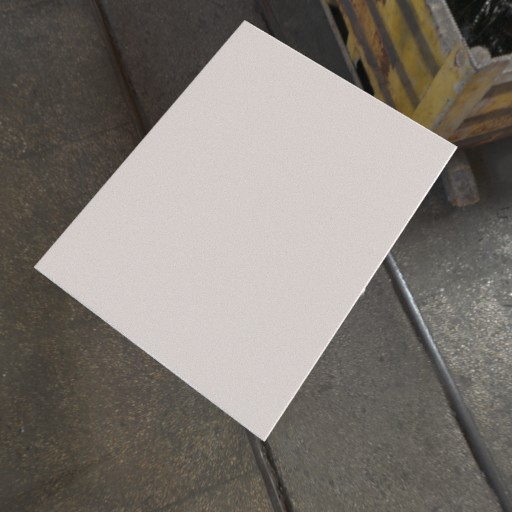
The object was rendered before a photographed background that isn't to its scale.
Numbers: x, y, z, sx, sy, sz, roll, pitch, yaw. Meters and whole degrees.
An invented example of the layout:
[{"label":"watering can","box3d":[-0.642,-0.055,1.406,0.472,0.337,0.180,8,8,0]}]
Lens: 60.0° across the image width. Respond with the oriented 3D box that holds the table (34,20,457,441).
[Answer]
[{"label":"table","box3d":[0.000,0.000,1.026,0.451,0.646,0.564,34,78,8]}]
